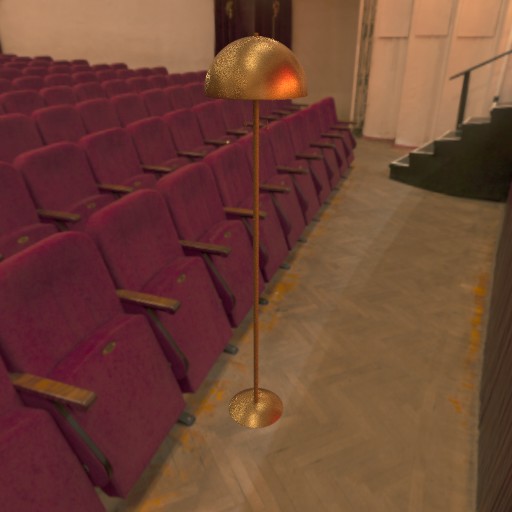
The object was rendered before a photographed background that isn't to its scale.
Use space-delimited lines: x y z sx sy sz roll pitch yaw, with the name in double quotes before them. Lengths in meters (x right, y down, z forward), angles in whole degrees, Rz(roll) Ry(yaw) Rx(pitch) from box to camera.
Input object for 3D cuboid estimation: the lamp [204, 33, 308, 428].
"lamp" 0.000 0.000 1.645 0.328 1.480 0.328 9 27 18
